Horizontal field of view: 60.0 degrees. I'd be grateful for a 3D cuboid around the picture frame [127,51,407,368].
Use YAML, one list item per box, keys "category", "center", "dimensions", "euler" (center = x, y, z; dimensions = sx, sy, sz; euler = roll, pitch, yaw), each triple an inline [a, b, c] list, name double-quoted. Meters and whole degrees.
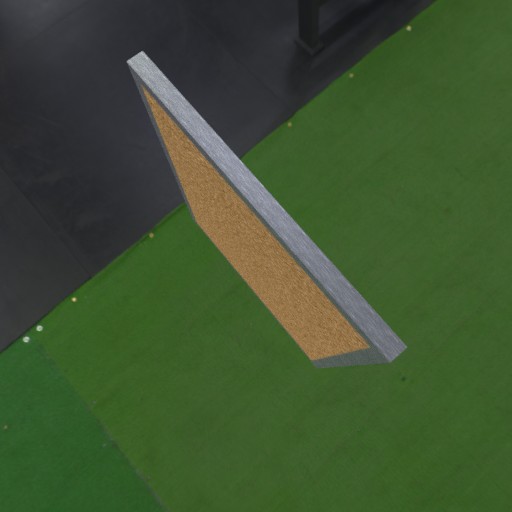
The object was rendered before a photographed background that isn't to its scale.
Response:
- category: "picture frame"
  center: [0.000, 0.000, 0.757]
  dimensions: [0.029, 0.559, 0.454]
  euler: [-38, 78, -9]
